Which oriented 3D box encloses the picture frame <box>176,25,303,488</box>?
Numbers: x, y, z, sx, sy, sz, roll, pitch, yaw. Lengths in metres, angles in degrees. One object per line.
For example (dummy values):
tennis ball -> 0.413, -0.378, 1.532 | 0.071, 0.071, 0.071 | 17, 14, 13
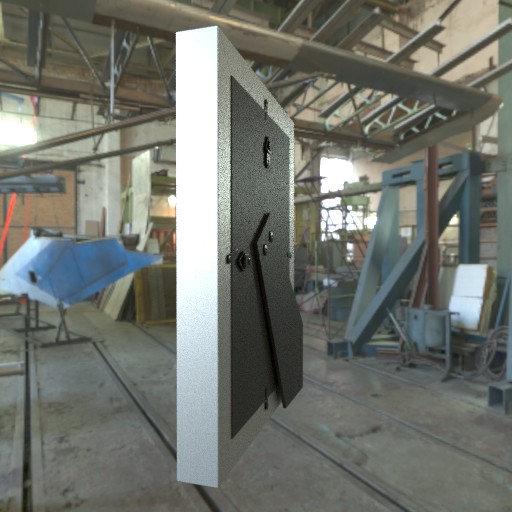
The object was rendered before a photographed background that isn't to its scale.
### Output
picture frame -> 0.000, 0.000, 0.276 | 0.028, 0.208, 0.157 | 0, 1, 17
